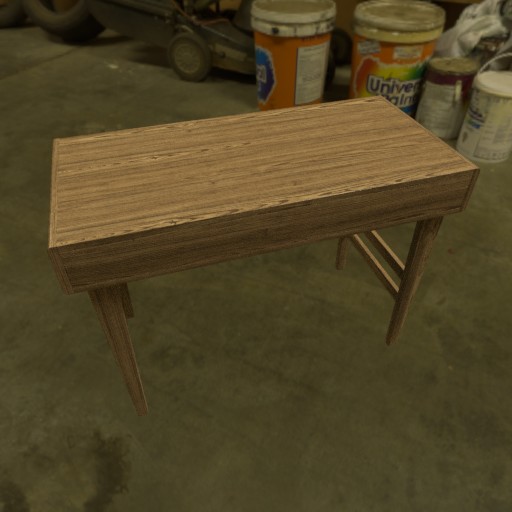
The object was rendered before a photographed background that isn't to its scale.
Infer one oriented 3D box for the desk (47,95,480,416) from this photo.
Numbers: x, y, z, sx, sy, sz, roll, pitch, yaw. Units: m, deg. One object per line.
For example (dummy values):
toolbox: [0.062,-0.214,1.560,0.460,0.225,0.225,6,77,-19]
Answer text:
desk: [0.000,0.000,1.459,1.067,0.755,0.508,-12,43,-13]
